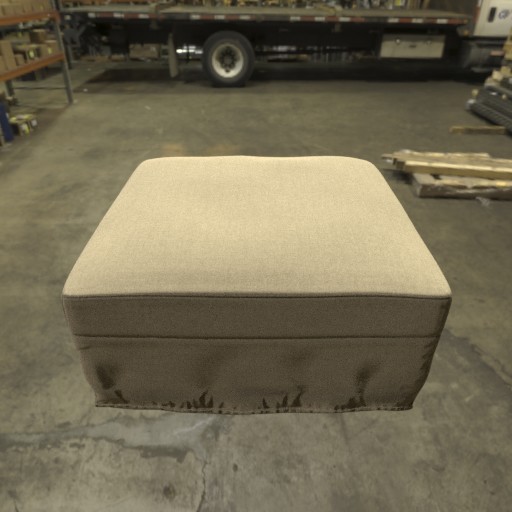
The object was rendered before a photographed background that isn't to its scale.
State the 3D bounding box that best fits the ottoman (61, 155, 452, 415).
[{"bbox_3d":[0.000,0.000,1.341,0.843,0.436,0.840,0,32,0],"label":"ottoman"}]
